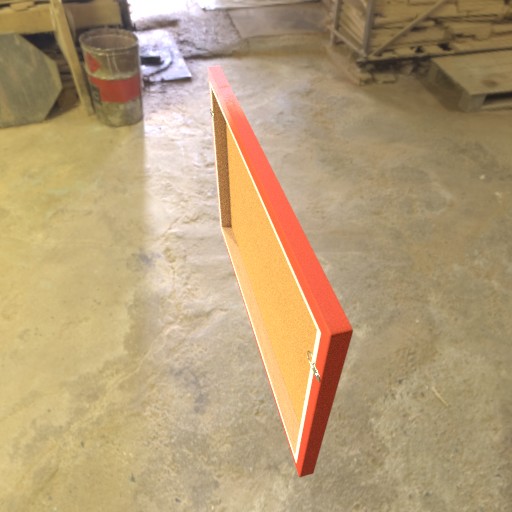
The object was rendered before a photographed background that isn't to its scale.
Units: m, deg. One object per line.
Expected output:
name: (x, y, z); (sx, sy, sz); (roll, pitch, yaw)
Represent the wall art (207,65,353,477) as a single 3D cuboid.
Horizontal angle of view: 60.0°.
wall art: (0.000, 0.000, 1.146); (0.040, 0.609, 0.913); (-11, 47, -10)
